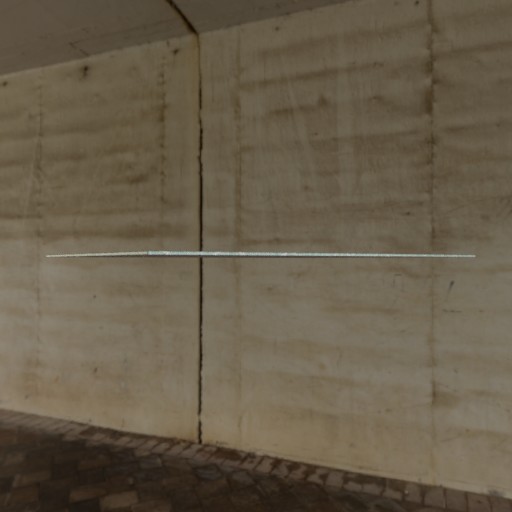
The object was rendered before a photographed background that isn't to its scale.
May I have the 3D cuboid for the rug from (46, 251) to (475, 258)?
[{"bbox_3d":[0.000,0.000,4.006,3.039,0.019,2.420,0,-1,-36],"label":"rug"}]
